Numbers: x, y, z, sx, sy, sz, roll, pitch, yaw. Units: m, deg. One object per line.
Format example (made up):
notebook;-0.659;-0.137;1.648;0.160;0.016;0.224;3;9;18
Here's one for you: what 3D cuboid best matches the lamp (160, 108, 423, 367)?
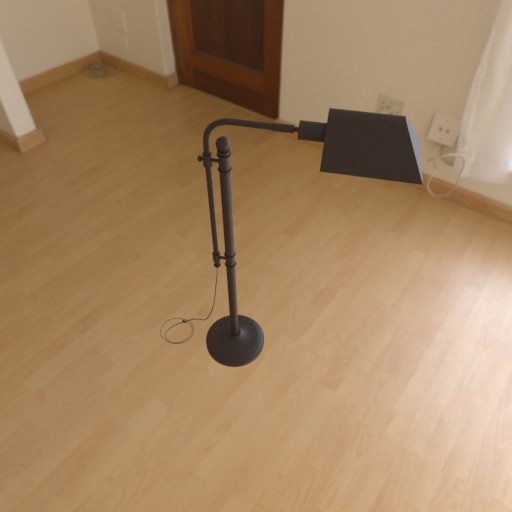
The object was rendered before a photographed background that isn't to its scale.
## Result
lamp;0.000;0.000;0.956;0.545;0.708;0.159;9;47;9
